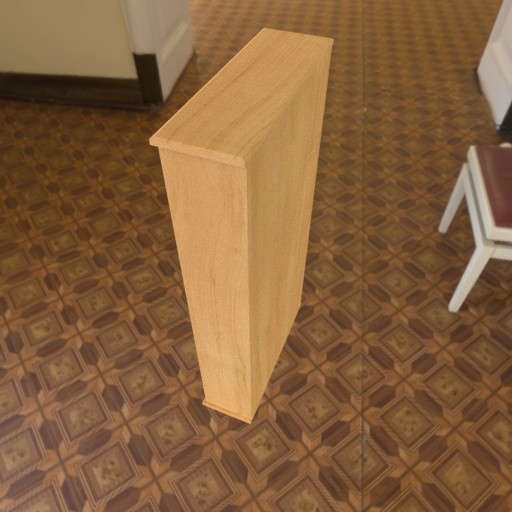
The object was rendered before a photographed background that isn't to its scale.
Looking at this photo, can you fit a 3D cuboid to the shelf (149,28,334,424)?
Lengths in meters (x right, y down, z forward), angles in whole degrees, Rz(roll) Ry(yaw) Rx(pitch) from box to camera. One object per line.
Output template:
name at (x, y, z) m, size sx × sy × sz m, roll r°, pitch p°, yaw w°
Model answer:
shelf at (0.000, 0.000, 1.256) m, size 0.175 × 1.030 × 0.520 m, roll 17°, pitch 49°, yaw 15°
